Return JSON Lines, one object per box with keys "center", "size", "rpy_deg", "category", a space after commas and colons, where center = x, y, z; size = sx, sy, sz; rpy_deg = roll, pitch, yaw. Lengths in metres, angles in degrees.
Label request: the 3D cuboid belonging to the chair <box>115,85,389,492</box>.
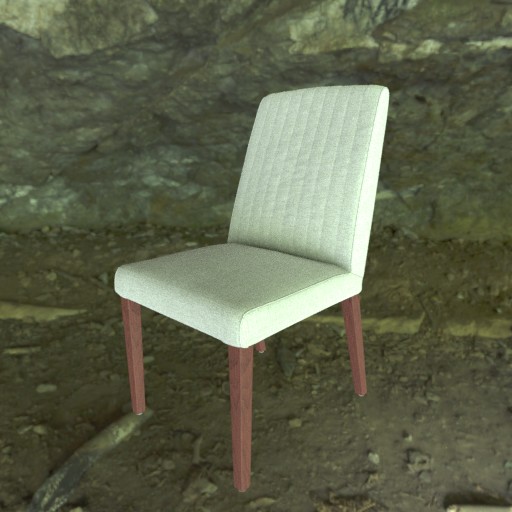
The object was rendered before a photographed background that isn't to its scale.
{"center": [0.000, 0.000, 1.200], "size": [0.480, 0.900, 0.594], "rpy_deg": [14, 20, 41], "category": "chair"}
